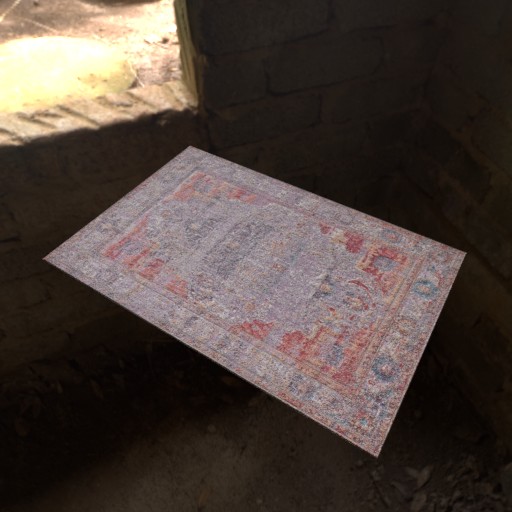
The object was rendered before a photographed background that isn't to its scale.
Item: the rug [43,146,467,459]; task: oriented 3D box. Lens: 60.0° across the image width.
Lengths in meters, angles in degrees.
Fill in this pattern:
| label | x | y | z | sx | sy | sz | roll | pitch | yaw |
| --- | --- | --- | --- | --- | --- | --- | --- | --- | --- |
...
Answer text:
| label | x | y | z | sx | sy | sz | roll | pitch | yaw |
| --- | --- | --- | --- | --- | --- | --- | --- | --- | --- |
| rug | 0.000 | 0.000 | 2.294 | 1.829 | 0.005 | 1.219 | 25 | 52 | 21 |
